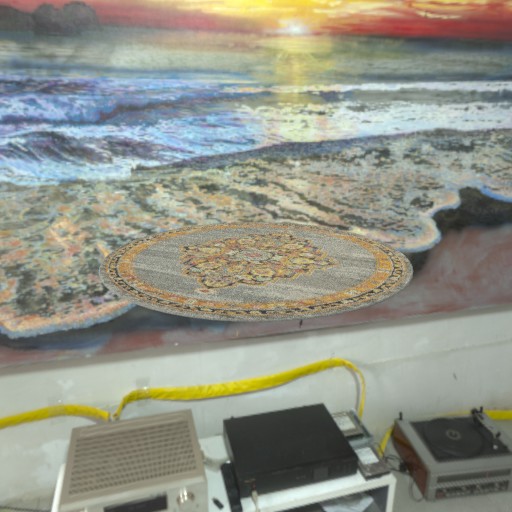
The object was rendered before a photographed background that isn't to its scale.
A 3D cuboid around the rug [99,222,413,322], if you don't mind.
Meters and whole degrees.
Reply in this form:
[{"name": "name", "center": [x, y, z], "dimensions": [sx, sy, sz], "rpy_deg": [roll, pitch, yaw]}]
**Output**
[{"name": "rug", "center": [0.000, 0.000, 3.545], "dimensions": [2.382, 0.014, 2.382], "rpy_deg": [0, 17, 0]}]
